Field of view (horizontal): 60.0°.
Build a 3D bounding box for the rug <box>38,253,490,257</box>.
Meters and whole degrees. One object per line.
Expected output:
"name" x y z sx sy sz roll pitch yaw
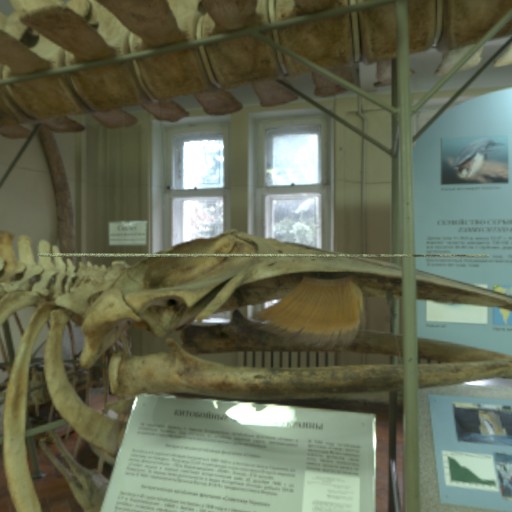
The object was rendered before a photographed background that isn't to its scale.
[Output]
"rug" 0.000 0.000 4.698 3.824 0.019 2.393 0 0 -17
